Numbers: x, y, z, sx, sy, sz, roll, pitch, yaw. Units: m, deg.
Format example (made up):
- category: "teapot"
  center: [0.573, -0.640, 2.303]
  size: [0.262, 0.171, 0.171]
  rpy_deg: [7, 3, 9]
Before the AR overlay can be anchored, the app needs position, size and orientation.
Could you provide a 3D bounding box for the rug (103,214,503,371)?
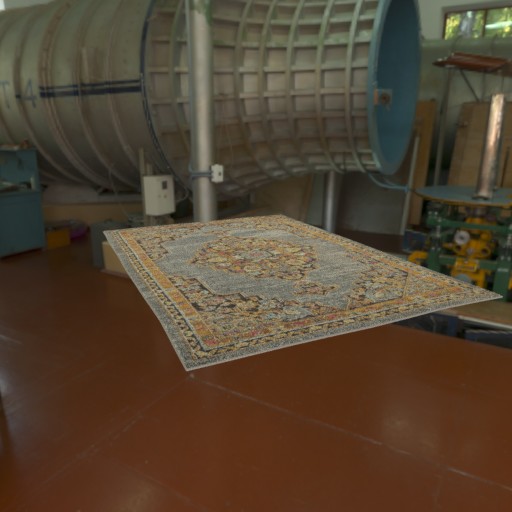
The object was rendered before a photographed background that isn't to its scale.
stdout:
- category: "rug"
  center: [0.000, 0.000, 3.805]
  size: [2.158, 0.024, 3.063]
  rpy_deg: [-8, 18, -24]
